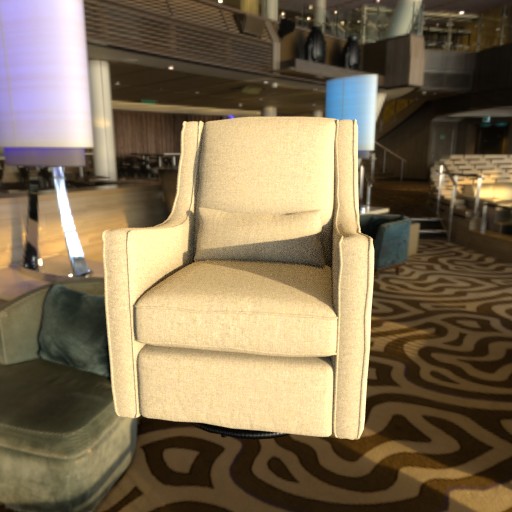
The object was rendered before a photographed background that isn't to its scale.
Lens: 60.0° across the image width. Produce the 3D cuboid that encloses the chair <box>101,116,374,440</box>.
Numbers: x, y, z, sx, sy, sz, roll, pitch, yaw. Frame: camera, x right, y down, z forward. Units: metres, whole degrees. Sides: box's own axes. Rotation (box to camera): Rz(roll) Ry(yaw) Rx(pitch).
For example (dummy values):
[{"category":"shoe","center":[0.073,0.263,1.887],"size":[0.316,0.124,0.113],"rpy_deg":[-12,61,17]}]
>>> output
[{"category":"chair","center":[0.000,0.000,1.564],"size":[0.732,0.993,0.879],"rpy_deg":[2,13,9]}]
